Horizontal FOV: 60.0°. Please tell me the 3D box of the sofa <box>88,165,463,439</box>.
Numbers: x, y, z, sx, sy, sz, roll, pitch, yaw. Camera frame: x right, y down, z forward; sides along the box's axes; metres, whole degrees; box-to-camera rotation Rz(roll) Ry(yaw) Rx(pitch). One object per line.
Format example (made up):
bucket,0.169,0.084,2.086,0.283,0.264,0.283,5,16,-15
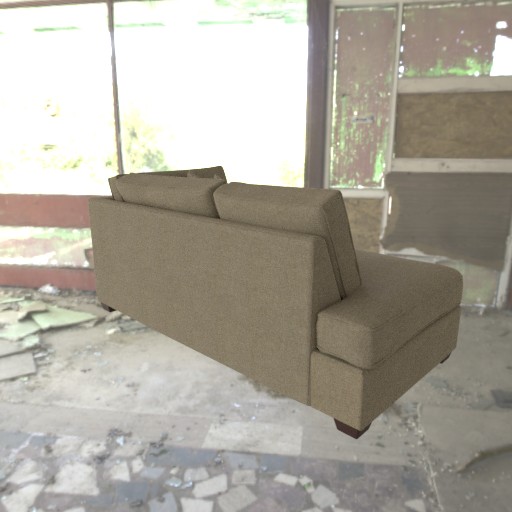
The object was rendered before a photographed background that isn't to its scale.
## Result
sofa,0.000,0.000,2.789,2.238,1.019,1.110,14,20,42
